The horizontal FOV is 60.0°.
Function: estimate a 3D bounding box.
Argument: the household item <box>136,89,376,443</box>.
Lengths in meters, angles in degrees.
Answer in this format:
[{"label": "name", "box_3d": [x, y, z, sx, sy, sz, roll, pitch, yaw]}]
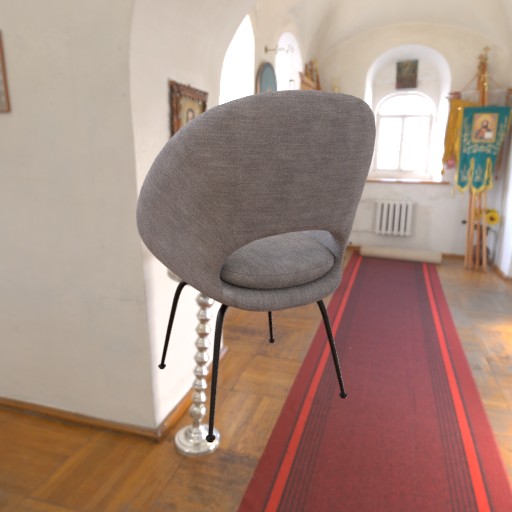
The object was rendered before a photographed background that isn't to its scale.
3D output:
[{"label": "household item", "box_3d": [0.000, 0.000, 1.305, 0.643, 0.869, 0.587, -7, 16, -27]}]
